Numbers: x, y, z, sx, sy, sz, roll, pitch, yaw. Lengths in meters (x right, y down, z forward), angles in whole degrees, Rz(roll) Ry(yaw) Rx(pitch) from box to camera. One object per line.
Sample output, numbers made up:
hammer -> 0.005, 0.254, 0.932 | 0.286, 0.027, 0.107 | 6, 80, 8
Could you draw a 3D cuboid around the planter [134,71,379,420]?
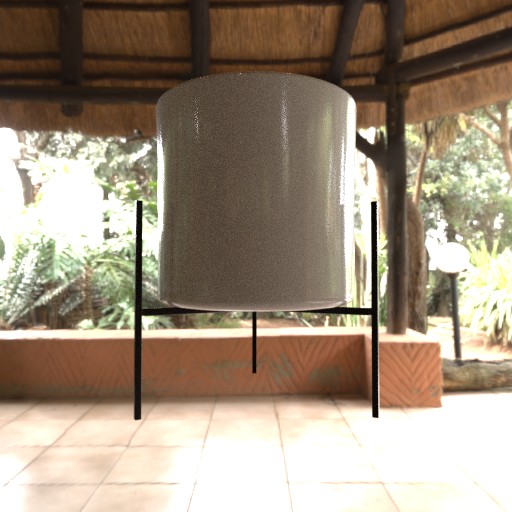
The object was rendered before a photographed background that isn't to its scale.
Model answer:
planter -> 0.000, 0.000, 0.754 | 0.360, 0.480, 0.361 | 0, -1, -1
